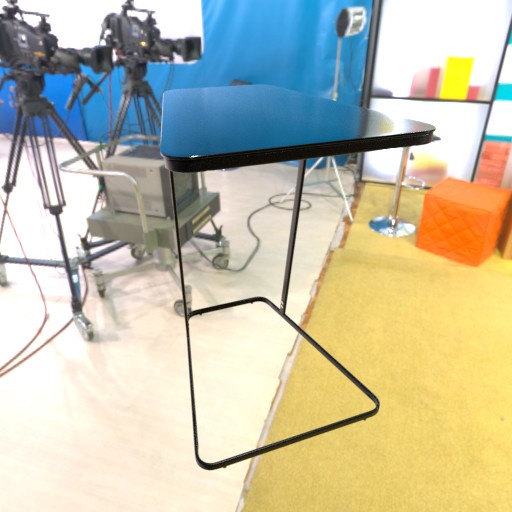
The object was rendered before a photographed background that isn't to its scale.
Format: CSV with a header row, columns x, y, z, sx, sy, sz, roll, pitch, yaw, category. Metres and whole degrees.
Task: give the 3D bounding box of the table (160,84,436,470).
x,y,z,sx,sy,sz,roll,pitch,yaw,category
0.000,0.000,0.964,0.427,0.624,0.500,-11,31,-18,table
